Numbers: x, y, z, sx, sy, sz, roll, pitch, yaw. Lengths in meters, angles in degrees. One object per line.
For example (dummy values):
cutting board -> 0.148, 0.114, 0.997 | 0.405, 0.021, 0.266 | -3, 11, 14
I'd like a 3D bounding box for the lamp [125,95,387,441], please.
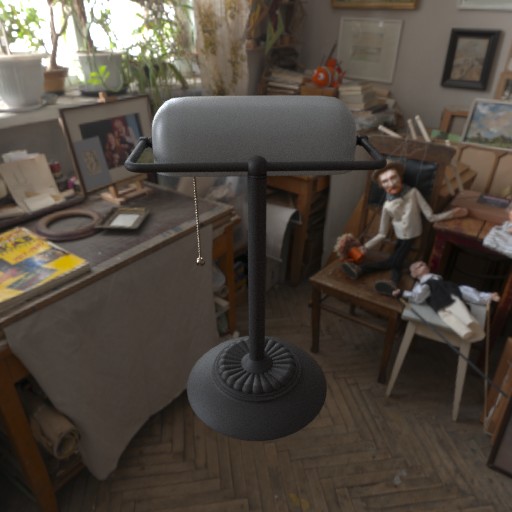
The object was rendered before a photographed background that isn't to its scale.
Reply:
lamp -> 0.000, 0.000, 0.517 | 0.264, 0.339, 0.243 | -1, 30, -2
